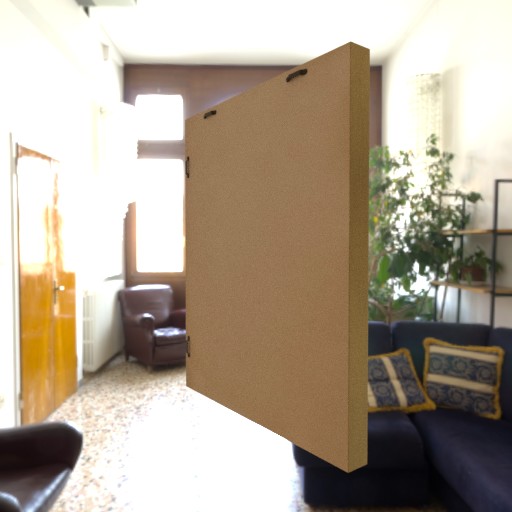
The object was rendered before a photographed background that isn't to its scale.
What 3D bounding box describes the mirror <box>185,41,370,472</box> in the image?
[{"bbox_3d":[0.000,0.000,0.692,0.041,0.508,0.405,-1,2,-37],"label":"mirror"}]
